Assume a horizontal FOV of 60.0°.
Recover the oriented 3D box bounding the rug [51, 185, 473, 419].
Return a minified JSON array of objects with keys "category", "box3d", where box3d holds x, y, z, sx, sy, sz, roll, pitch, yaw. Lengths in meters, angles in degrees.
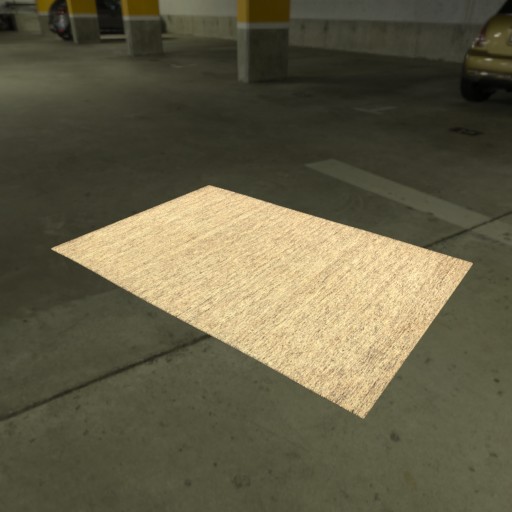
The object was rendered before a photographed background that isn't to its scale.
[{"category":"rug","box3d":[0.000,0.000,2.888,2.283,0.013,1.547,21,35,33]}]
